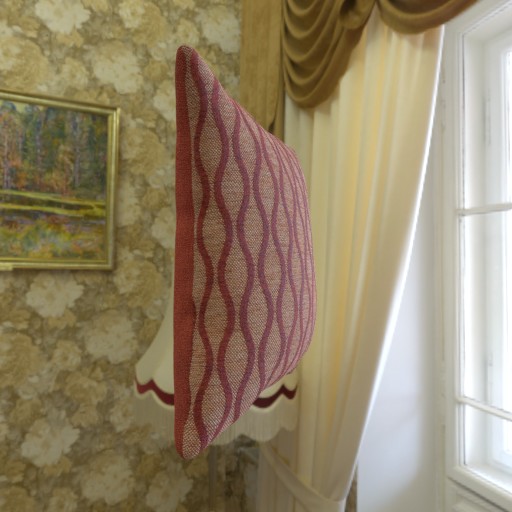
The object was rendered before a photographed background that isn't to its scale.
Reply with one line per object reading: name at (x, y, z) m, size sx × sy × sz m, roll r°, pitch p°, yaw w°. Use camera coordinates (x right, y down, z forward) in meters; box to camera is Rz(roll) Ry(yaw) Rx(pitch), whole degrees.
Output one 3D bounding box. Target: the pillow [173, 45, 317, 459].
pillow at (0.000, 0.000, 0.651) m, size 0.159 × 0.434 × 0.429 m, roll -1°, pitch -2°, yaw 18°
